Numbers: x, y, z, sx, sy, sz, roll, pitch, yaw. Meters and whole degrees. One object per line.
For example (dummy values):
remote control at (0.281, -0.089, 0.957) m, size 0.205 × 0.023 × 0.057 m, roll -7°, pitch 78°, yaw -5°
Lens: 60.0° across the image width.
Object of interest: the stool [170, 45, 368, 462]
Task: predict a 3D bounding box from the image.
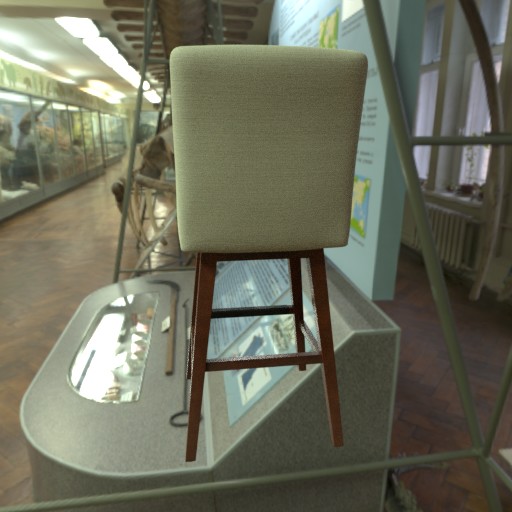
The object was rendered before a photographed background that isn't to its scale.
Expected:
stool at (0.000, 0.000, 1.361) m, size 0.470 × 1.097 × 0.559 m, roll -2°, pitch 16°, yaw -8°
